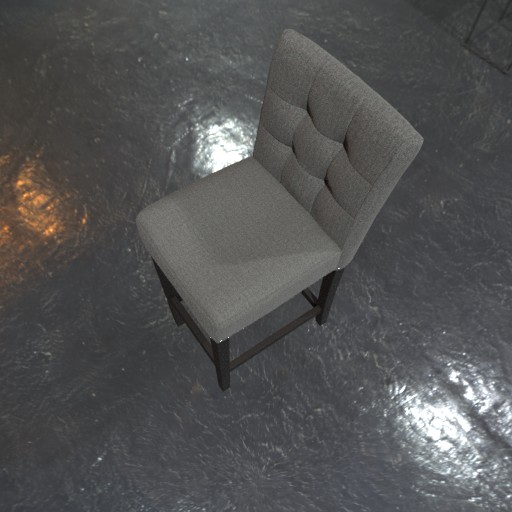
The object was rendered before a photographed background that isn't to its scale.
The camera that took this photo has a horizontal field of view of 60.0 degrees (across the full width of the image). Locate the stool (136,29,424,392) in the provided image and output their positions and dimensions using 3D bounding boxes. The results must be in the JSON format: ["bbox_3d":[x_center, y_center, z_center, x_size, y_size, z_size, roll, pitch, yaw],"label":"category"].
[{"bbox_3d":[0.000,0.000,1.303,0.548,1.047,0.411,-34,68,-16],"label":"stool"}]
